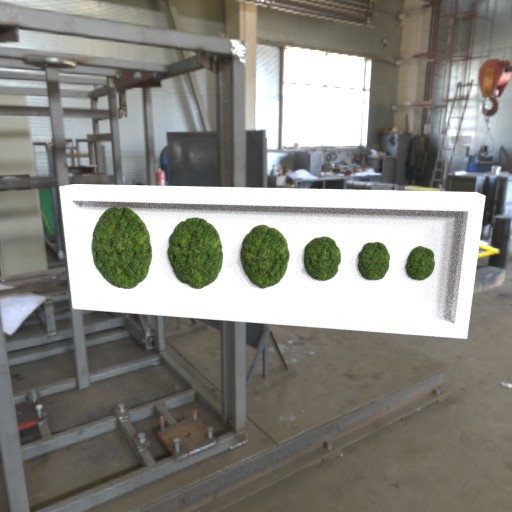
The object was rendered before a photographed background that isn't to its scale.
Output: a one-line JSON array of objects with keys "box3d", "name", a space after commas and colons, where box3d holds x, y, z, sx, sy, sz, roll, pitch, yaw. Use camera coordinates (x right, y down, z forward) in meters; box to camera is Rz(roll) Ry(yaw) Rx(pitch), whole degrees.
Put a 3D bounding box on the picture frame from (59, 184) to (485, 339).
[{"box3d": [0.000, 0.000, 0.835, 0.759, 0.250, 0.050, 3, 15, 11], "name": "picture frame"}]
